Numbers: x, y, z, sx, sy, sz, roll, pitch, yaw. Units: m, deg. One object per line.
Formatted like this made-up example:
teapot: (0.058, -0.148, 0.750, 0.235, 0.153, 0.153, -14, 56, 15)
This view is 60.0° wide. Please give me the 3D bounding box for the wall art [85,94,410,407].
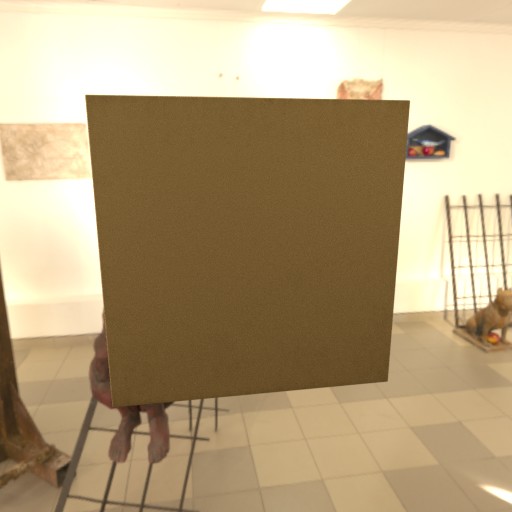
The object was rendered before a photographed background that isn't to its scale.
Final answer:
wall art: (0.000, 0.000, 0.752, 0.503, 0.506, 0.030, -2, 14, -10)
